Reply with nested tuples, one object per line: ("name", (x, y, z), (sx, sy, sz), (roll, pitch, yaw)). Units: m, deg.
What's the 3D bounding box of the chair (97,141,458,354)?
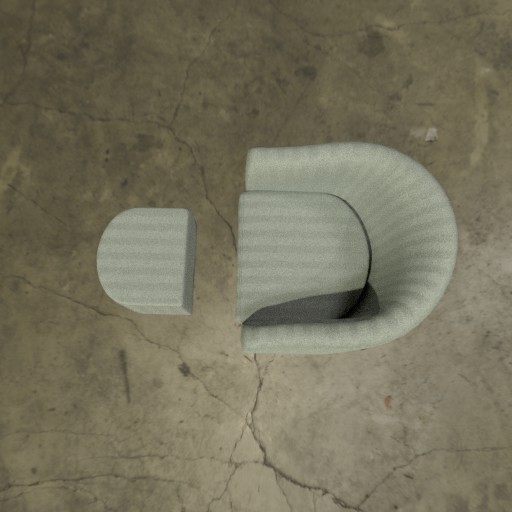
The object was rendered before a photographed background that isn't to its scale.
("chair", (0.000, 0.000, 1.763), (1.288, 0.757, 0.756), (1, 76, 0))
